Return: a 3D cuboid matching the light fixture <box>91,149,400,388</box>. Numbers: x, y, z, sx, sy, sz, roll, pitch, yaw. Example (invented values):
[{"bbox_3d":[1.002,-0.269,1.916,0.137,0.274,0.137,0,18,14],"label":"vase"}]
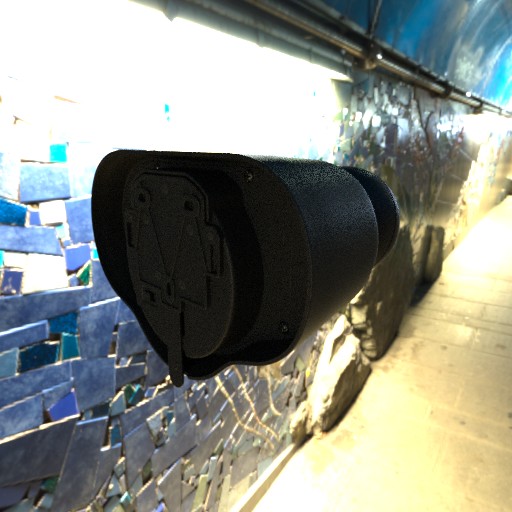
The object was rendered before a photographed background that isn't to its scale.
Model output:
[{"bbox_3d":[0.000,0.000,0.340,0.159,0.159,0.229,-14,20,-43],"label":"light fixture"}]
